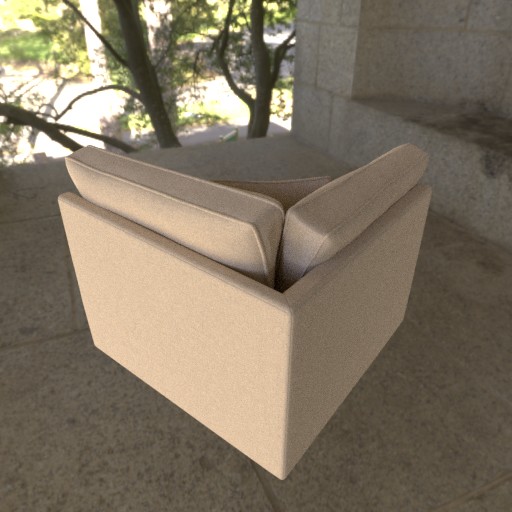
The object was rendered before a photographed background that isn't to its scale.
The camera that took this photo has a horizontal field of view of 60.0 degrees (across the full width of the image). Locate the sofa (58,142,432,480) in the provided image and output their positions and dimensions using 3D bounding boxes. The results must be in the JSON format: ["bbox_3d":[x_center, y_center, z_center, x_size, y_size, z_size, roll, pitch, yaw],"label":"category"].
[{"bbox_3d":[0.000,0.000,1.831,1.042,0.937,1.050,22,37,32],"label":"sofa"}]
